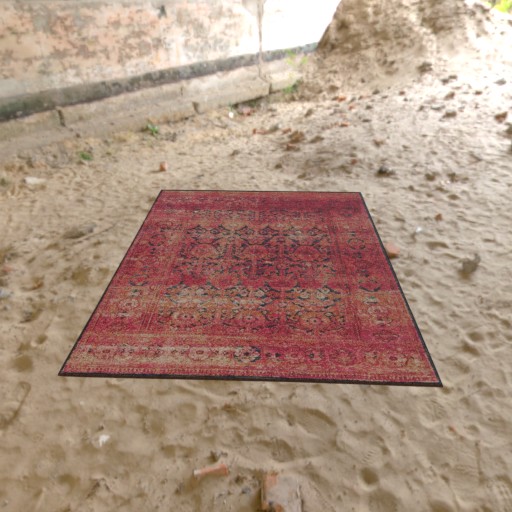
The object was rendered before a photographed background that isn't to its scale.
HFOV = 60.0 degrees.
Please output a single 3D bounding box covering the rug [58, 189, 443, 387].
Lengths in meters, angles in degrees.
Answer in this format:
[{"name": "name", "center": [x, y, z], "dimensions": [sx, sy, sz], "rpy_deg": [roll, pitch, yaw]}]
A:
[{"name": "rug", "center": [0.000, 0.000, 4.050], "dimensions": [2.411, 0.020, 3.032], "rpy_deg": [1, 31, 2]}]
